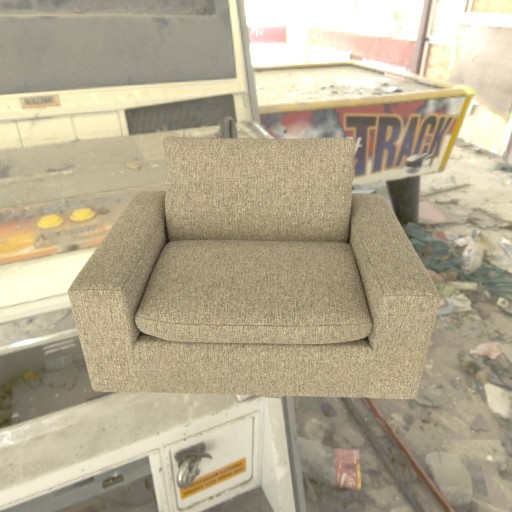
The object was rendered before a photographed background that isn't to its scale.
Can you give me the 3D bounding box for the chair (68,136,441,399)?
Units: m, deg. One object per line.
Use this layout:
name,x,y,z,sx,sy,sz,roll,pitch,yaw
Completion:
chair,0.000,0.000,2.080,1.398,0.915,1.039,1,30,2
